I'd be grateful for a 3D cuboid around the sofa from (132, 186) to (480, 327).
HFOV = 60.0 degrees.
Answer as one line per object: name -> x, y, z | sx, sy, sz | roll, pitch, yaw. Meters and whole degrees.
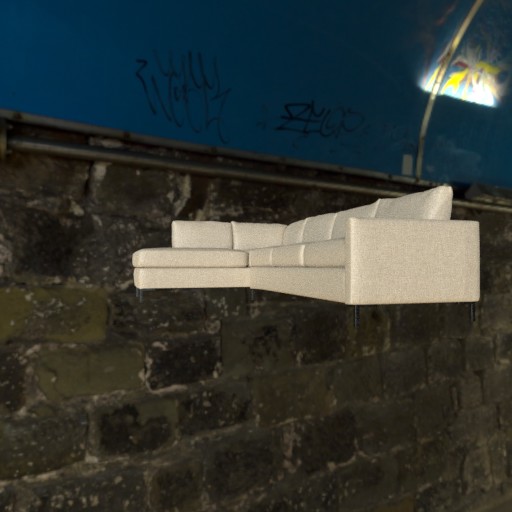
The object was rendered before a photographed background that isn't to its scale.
sofa -> 0.000, 0.000, 3.138 | 1.617, 0.703, 2.423 | 0, -1, -17
